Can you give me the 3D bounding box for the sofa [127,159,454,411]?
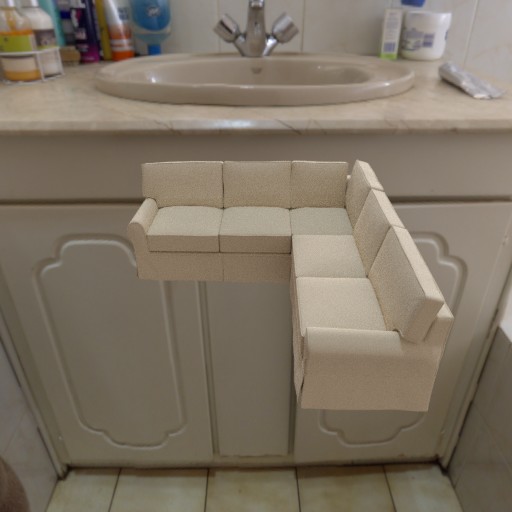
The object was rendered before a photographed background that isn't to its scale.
[{"bbox_3d":[0.000,0.000,4.062,2.591,1.070,2.597,1,31,1],"label":"sofa"}]
